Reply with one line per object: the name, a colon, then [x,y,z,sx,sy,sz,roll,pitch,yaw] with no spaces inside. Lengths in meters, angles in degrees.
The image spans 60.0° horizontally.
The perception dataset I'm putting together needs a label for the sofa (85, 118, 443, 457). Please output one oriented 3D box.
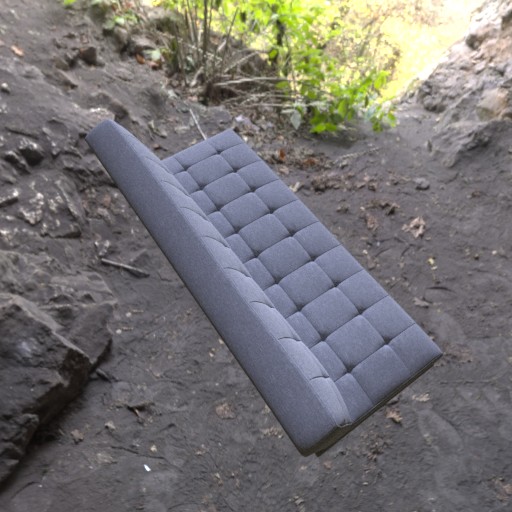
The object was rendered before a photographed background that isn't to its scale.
sofa: [0.000,0.000,2.233,0.860,0.810,1.800,-31,63,-17]
